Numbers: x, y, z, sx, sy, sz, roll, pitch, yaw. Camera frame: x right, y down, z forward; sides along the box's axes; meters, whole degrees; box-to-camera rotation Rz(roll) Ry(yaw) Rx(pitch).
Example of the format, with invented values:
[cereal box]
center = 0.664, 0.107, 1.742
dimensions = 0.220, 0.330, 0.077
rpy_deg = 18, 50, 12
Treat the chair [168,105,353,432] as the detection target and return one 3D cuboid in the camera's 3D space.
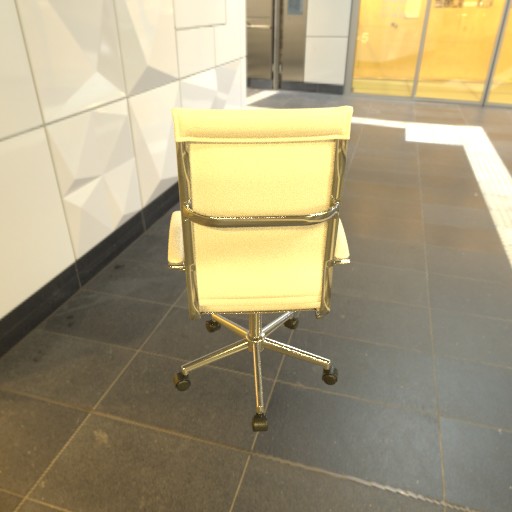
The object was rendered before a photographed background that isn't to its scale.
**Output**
[chair]
center = 0.000, 0.000, 1.586
dimensions = 0.679, 1.149, 0.679
rpy_deg = -2, 30, -3
